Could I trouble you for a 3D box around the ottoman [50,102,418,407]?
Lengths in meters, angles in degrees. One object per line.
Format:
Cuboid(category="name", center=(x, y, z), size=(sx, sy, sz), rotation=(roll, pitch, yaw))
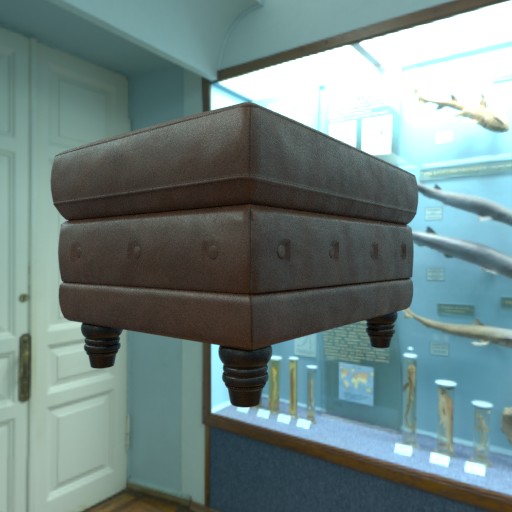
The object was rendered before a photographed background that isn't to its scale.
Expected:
Cuboid(category="ottoman", center=(0.000, 0.000, 1.139), size=(0.588, 0.509, 0.795), rotation=(0, 0, 37))
